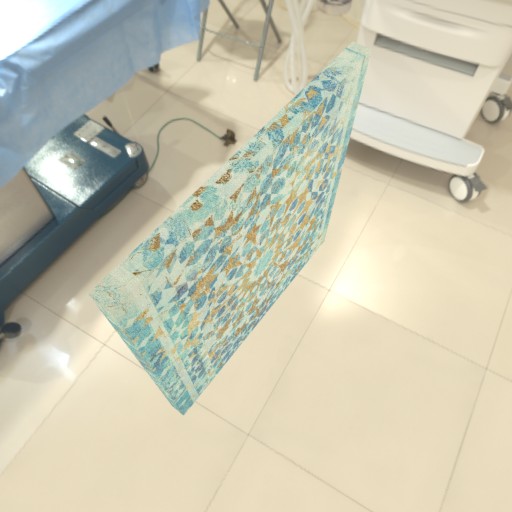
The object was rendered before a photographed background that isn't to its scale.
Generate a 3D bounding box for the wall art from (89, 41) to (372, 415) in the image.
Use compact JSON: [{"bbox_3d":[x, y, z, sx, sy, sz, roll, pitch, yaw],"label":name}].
[{"bbox_3d":[0.000,0.000,0.903,0.040,0.609,0.609,33,65,18],"label":"wall art"}]
